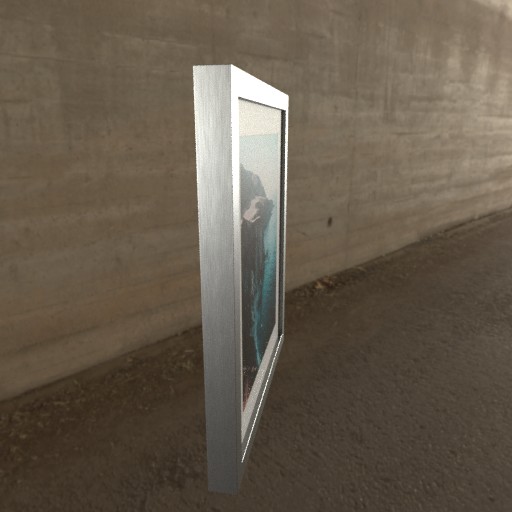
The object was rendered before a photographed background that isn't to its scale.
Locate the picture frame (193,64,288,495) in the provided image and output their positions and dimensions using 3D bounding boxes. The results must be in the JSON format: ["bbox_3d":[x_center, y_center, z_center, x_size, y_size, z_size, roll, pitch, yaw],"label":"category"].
[{"bbox_3d":[0.000,0.000,1.341,0.073,0.968,0.839,3,16,11],"label":"picture frame"}]
